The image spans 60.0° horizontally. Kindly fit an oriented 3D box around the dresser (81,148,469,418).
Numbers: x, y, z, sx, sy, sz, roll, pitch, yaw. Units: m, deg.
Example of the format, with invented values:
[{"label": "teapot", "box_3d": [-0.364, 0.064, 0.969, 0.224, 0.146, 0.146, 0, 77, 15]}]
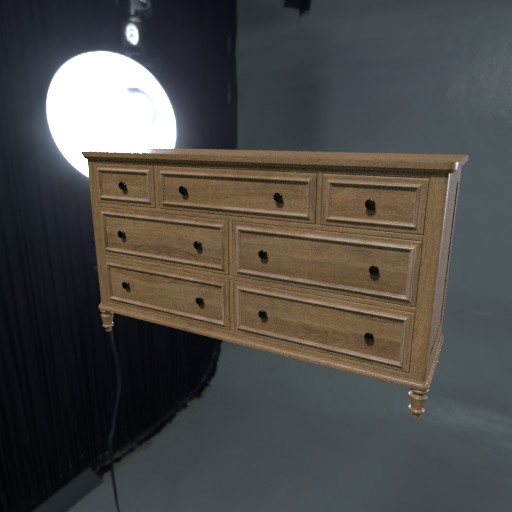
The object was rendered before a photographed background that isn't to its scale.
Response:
[{"label": "dresser", "box_3d": [0.000, 0.000, 1.967, 1.583, 0.892, 0.468, 8, 18, 27]}]
